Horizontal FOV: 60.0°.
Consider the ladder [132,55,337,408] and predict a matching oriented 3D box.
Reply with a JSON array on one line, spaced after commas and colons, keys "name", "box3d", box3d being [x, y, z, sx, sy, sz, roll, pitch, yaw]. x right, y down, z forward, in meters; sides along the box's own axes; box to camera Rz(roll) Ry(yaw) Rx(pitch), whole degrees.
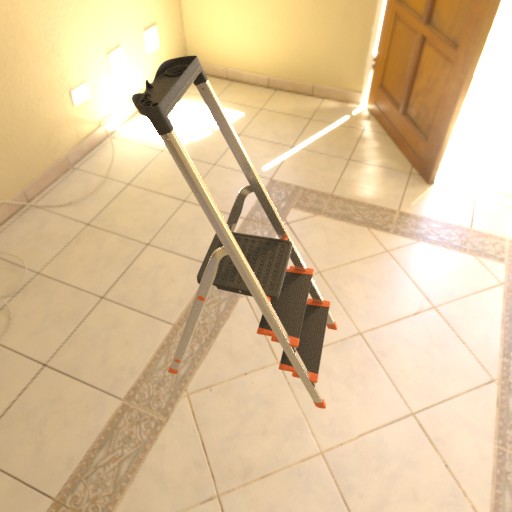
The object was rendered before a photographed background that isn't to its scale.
[{"name": "ladder", "box3d": [0.000, 0.000, 1.552, 0.686, 1.229, 0.416, 10, 48, 9]}]
